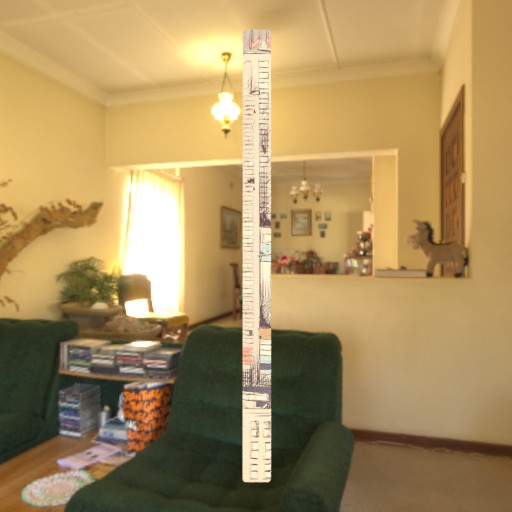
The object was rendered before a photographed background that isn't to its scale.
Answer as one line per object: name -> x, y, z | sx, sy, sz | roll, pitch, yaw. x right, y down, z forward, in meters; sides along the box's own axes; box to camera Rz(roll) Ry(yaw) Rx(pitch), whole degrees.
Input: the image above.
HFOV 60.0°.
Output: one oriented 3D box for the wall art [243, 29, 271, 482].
wall art -> 0.000, 0.000, 0.896 | 0.038, 0.608, 0.607 | 0, 0, 0
